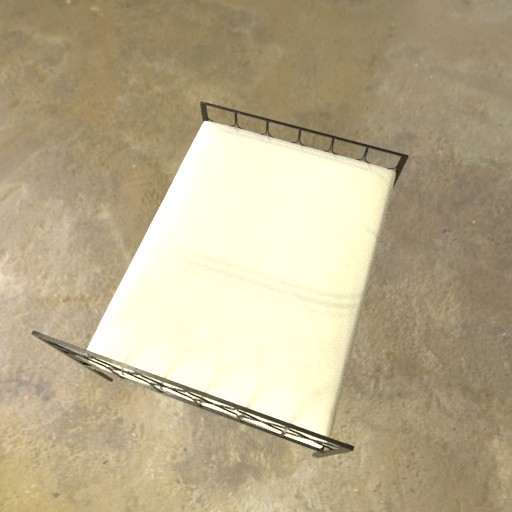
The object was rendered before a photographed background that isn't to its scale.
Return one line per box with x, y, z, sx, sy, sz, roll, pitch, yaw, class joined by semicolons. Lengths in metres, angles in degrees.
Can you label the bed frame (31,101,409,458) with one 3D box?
0.000;0.000;3.005;1.597;1.222;2.063;17;65;8;bed frame
